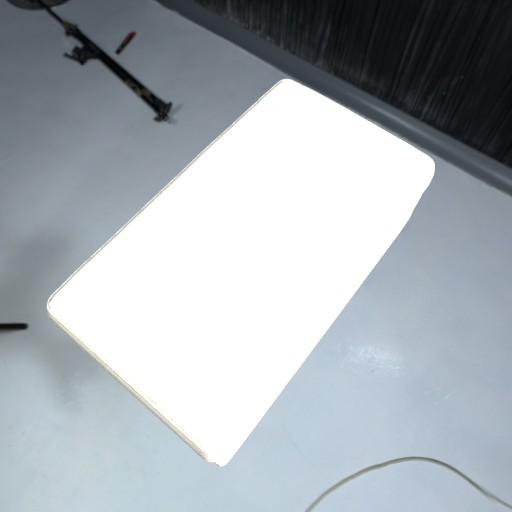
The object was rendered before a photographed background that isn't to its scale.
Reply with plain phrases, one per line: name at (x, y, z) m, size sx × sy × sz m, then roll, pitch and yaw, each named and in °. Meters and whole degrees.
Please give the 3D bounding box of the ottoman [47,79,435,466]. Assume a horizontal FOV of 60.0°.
ottoman at (0.000, 0.000, 1.429) m, size 0.617 × 0.448 × 1.097 m, roll 35°, pitch 69°, yaw 16°
